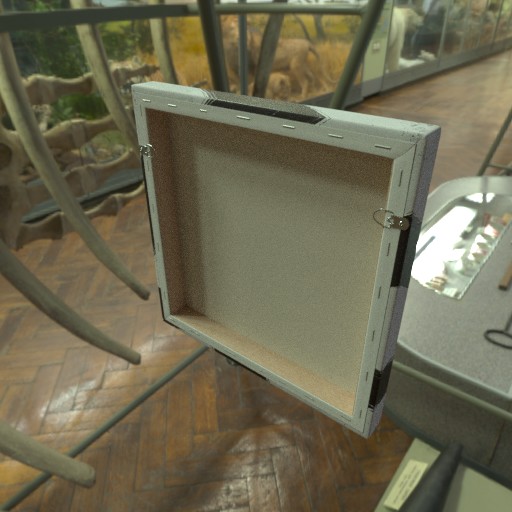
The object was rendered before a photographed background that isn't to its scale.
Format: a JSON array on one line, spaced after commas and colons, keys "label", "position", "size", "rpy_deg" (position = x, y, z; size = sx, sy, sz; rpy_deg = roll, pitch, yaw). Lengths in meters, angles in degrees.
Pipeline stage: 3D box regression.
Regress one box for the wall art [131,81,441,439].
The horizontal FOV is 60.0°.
[{"label": "wall art", "position": [0.000, 0.000, 0.756], "size": [0.507, 0.508, 0.050], "rpy_deg": [22, 37, 32]}]
